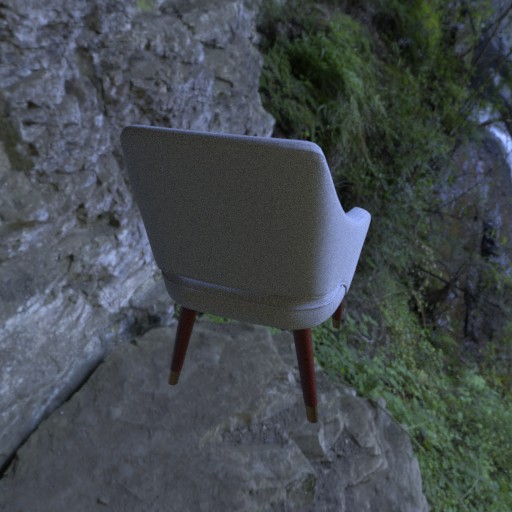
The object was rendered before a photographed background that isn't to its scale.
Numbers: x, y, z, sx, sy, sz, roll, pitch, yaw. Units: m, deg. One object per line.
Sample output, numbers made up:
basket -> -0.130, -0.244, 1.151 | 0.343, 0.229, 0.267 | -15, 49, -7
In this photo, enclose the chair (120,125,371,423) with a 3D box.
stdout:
chair -> 0.000, 0.000, 1.322 | 0.609, 0.889, 0.600 | 10, 33, 16
